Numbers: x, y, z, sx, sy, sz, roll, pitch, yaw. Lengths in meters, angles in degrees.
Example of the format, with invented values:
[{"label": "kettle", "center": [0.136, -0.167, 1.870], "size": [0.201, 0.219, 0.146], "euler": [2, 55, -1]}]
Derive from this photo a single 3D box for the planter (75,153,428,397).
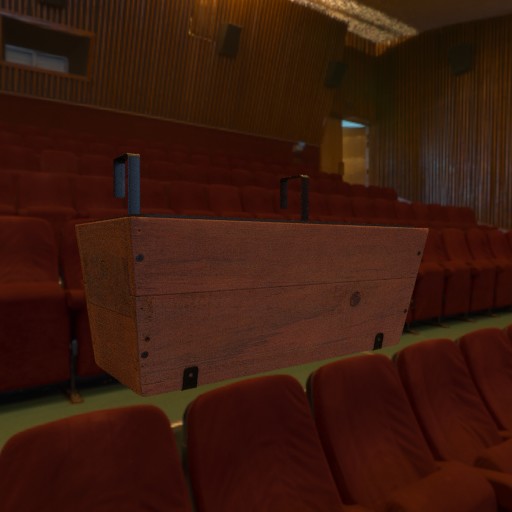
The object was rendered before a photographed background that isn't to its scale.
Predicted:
[{"label": "planter", "center": [0.000, 0.000, 0.660], "size": [0.480, 0.289, 0.262], "euler": [-1, 2, -36]}]
